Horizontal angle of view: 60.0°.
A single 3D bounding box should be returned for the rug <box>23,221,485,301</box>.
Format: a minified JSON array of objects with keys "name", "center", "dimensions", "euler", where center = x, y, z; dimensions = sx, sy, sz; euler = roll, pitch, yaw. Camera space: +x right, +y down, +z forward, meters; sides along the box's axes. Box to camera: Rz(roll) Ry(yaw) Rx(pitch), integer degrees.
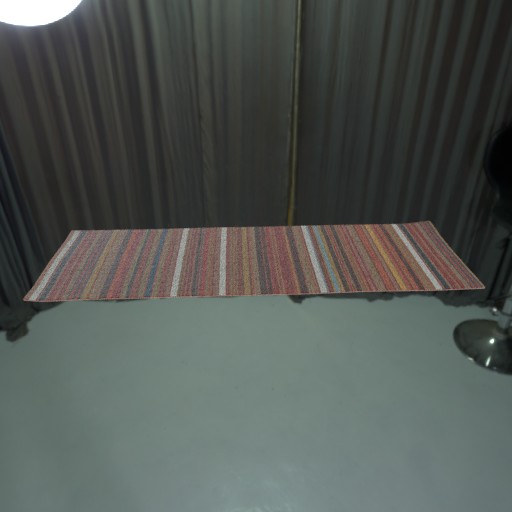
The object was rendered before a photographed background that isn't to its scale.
[{"name":"rug","center":[0.000,0.000,2.672],"dimensions":[2.444,0.030,0.799],"euler":[-1,31,-2]}]
